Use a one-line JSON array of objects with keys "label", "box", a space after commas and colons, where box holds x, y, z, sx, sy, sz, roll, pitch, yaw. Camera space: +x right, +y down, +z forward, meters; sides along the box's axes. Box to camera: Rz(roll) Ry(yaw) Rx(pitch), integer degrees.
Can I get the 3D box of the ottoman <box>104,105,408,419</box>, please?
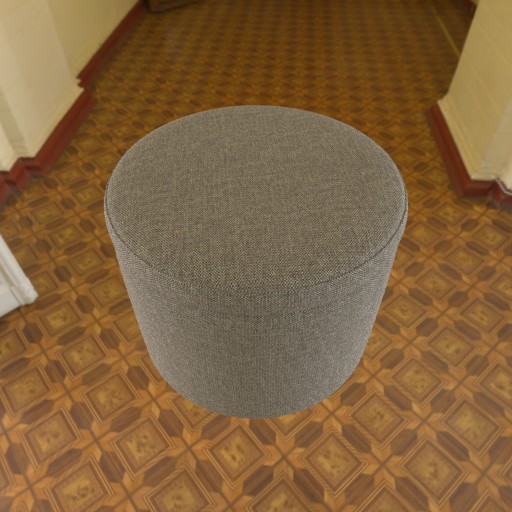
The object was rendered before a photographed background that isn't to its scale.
[{"label": "ottoman", "box": [0.000, 0.000, 0.903, 0.520, 0.430, 0.520, 0, 47, 0]}]
